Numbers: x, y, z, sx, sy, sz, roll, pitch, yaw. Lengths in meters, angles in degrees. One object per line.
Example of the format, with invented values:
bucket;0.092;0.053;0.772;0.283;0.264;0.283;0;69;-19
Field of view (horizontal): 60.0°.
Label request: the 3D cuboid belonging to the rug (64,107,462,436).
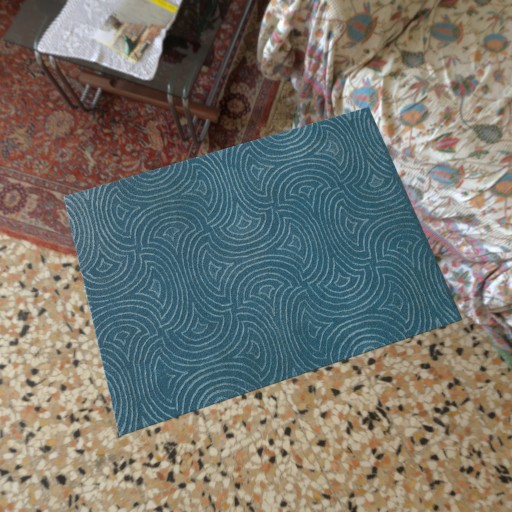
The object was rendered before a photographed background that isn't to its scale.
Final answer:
rug;0.000;0.000;2.800;2.144;0.015;1.543;-18;76;-4
